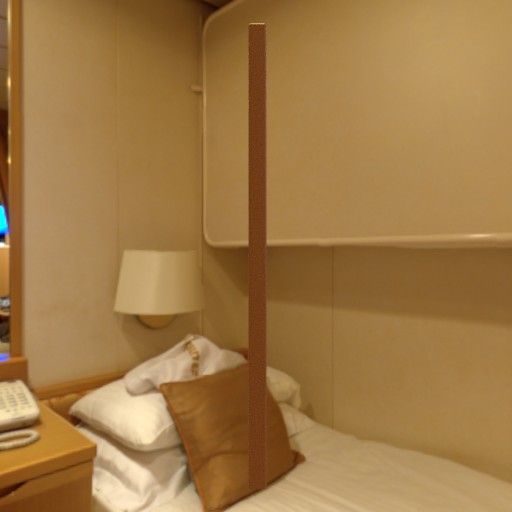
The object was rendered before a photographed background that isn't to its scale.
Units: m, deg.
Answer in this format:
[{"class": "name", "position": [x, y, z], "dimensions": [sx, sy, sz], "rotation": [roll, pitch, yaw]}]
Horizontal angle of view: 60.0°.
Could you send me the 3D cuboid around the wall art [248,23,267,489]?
[{"class": "wall art", "position": [0.000, 0.000, 0.515], "dimensions": [0.015, 0.379, 0.310], "rotation": [0, 0, 0]}]
